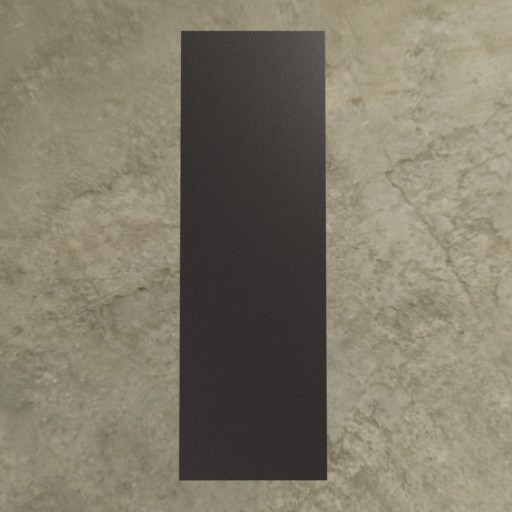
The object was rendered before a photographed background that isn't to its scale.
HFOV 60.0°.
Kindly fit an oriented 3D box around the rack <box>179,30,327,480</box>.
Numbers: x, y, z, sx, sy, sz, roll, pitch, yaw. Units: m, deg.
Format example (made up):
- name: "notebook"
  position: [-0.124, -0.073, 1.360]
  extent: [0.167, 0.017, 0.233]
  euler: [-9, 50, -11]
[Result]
- name: "rack"
  position: [0.000, 0.000, 1.475]
  extent: [0.399, 0.635, 1.206]
  euler: [0, 88, 0]
